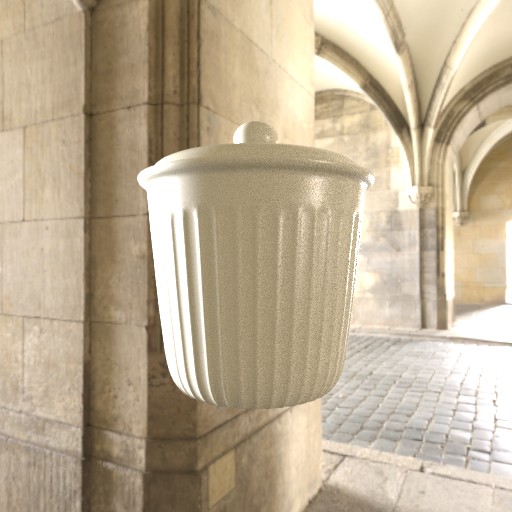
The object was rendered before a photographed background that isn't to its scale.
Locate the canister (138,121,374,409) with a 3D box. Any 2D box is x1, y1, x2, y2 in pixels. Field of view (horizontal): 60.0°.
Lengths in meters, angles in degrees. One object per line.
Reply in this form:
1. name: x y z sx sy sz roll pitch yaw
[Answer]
1. canister: 0.000 0.000 0.350 0.181 0.211 0.181 0 -1 0
